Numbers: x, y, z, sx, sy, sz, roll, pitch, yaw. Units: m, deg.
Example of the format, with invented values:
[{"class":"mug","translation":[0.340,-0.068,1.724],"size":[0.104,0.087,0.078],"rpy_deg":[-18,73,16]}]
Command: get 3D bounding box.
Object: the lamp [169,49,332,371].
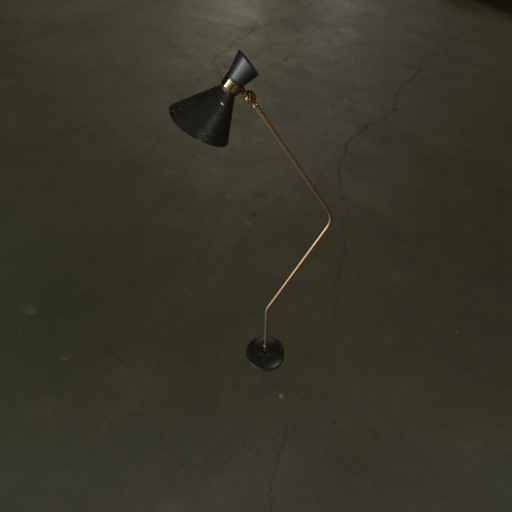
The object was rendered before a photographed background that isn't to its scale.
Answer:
[{"class":"lamp","translation":[0.000,0.000,1.621],"size":[0.467,1.438,0.277],"rpy_deg":[16,48,15]}]
